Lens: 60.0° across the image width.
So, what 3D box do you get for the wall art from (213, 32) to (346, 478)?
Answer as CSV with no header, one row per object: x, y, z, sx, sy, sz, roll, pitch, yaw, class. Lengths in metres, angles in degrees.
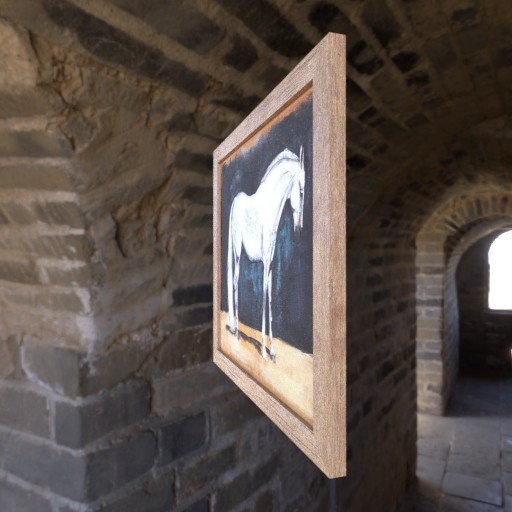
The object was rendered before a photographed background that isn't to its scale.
0.000,0.000,0.914,0.026,0.588,0.690,0,0,-18,wall art
